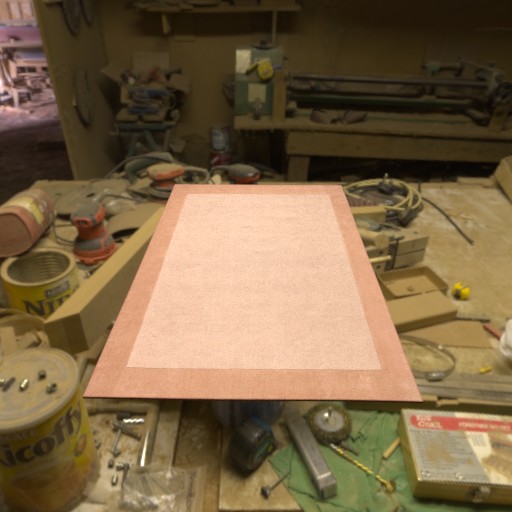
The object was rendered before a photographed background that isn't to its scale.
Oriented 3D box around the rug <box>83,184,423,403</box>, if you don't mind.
[{"bbox_3d":[0.000,0.000,3.011,1.524,0.014,2.438,0,32,1],"label":"rug"}]
